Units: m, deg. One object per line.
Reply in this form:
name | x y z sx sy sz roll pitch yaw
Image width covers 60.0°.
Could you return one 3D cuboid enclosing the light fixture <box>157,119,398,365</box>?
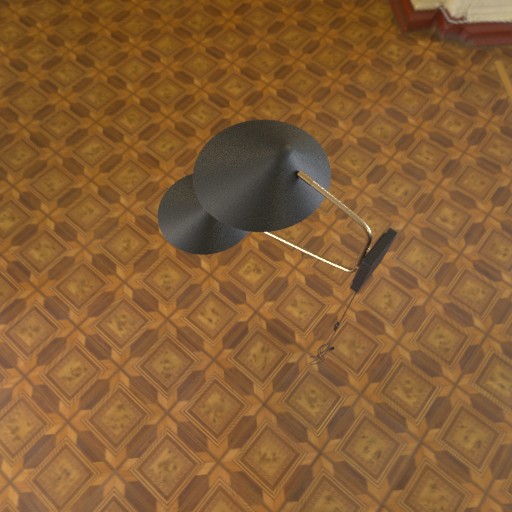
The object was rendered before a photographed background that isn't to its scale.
light fixture | 0.000 0.000 0.837 0.422 0.665 0.189 36 69 17
